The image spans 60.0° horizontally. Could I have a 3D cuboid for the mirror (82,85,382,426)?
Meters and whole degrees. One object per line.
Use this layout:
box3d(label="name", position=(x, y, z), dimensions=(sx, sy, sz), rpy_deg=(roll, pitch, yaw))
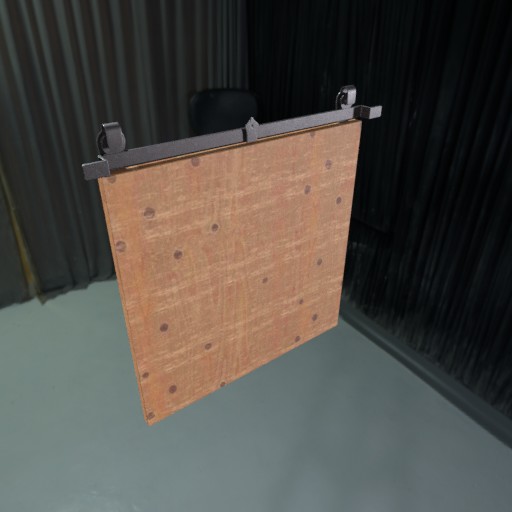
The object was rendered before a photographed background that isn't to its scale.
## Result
box3d(label="mirror", position=(0.000, 0.000, 1.187), dimensions=(0.805, 0.800, 0.054), rpy_deg=(-21, 37, -30))
